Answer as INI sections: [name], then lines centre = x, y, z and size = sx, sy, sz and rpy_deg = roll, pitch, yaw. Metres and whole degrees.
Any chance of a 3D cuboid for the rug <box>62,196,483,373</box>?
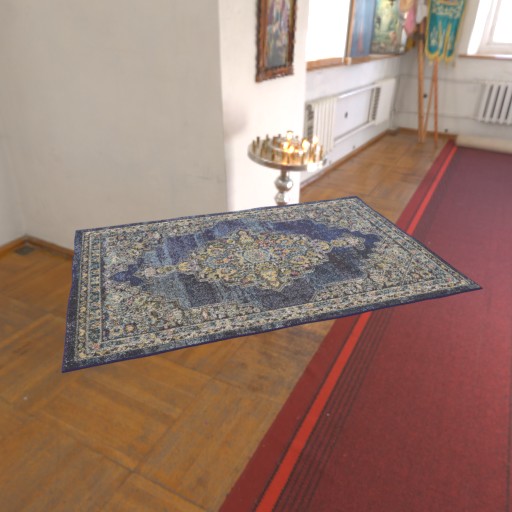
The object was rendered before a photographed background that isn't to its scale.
[rug]
centre = 0.000, 0.000, 2.254
size = 1.781, 0.012, 1.184
rpy_deg = -9, 30, -15
